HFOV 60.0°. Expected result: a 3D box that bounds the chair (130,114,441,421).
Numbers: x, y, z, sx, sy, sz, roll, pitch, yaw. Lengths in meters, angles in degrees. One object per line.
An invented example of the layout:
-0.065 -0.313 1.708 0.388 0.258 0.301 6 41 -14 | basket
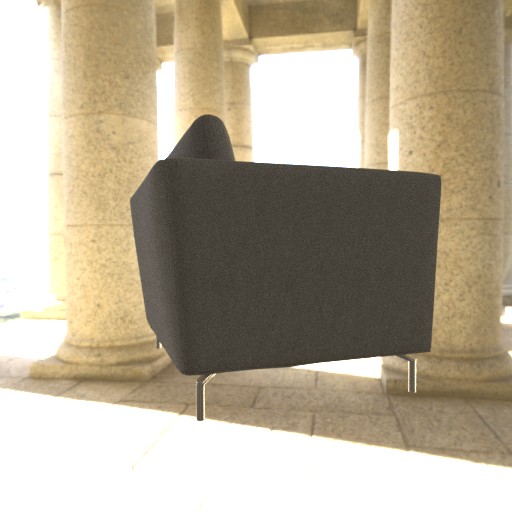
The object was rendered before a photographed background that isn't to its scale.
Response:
0.000 0.000 1.720 0.889 0.864 1.041 -1 2 -20 | chair
